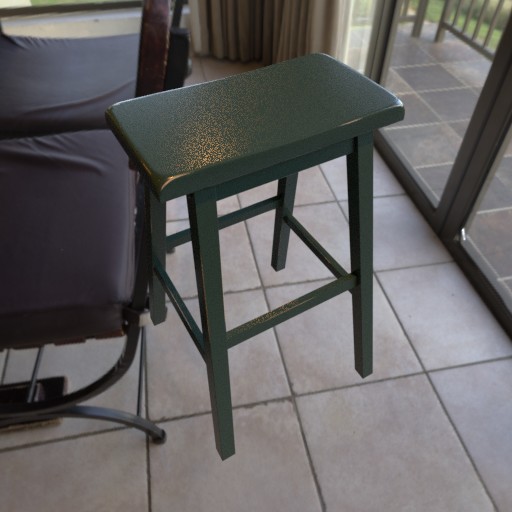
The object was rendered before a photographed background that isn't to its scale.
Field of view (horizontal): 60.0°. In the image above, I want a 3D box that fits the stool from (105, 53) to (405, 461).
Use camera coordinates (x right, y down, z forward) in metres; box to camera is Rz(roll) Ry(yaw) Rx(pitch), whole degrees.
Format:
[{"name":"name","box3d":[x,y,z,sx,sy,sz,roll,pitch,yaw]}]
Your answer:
[{"name":"stool","box3d":[0.000,0.000,1.000,0.457,0.737,0.476,-23,51,-20]}]
